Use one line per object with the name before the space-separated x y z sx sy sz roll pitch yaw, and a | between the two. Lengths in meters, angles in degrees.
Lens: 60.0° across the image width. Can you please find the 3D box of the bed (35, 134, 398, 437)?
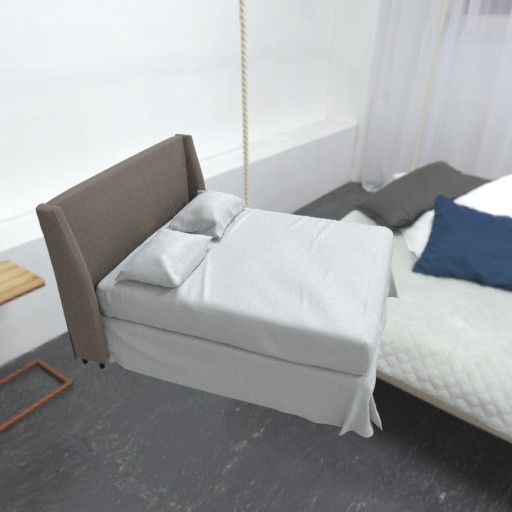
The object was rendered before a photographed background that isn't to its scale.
bed | 0.000 0.000 3.516 2.276 1.332 1.925 10 31 17
